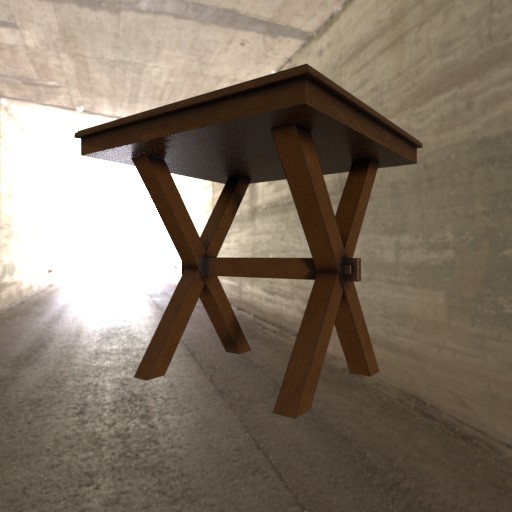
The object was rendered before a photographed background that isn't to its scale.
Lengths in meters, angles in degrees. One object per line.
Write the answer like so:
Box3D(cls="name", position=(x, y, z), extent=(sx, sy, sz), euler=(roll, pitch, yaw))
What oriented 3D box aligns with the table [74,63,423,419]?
Box3D(cls="table", position=(0.000, 0.000, 1.042), extent=(0.602, 0.562, 0.560), euler=(0, 0, 37))
